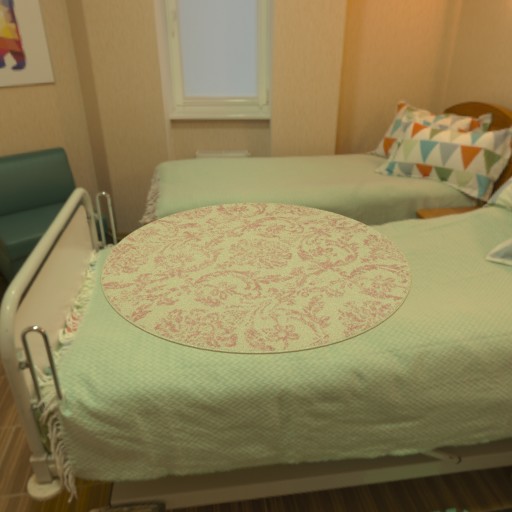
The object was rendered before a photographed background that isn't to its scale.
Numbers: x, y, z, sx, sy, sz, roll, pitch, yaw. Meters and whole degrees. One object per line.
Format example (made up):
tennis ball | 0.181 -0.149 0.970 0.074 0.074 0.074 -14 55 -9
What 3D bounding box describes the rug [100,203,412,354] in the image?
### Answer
rug | 0.000 0.000 2.373 1.593 0.012 1.593 0 28 0
